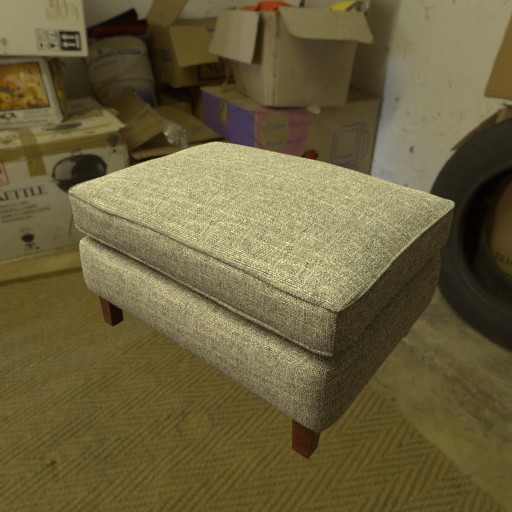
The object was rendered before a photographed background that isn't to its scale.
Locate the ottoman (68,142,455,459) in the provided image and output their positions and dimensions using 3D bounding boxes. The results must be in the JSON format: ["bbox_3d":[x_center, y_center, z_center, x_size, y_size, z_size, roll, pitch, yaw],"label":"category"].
[{"bbox_3d":[0.000,0.000,0.982,0.686,0.406,0.508,23,37,33],"label":"ottoman"}]
